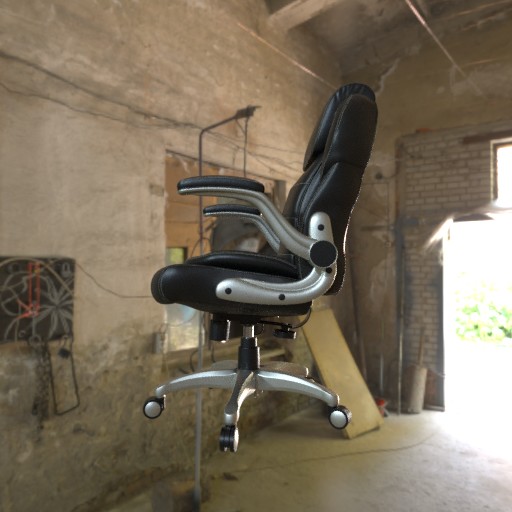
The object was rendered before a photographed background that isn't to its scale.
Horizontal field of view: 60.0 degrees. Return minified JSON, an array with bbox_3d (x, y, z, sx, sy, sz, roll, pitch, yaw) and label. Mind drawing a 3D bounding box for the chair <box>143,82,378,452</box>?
[{"bbox_3d":[0.000,0.000,1.620,0.801,1.141,0.724,0,-1,0],"label":"chair"}]
